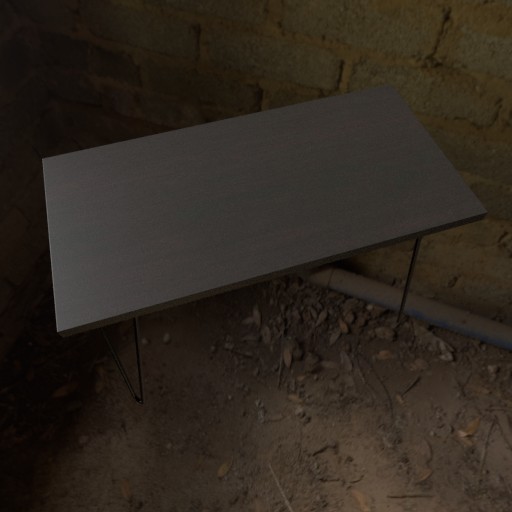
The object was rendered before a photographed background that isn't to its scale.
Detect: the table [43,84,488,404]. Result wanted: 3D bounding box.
[{"bbox_3d":[0.000,0.000,1.370,0.991,0.660,0.499,-15,59,-9],"label":"table"}]
